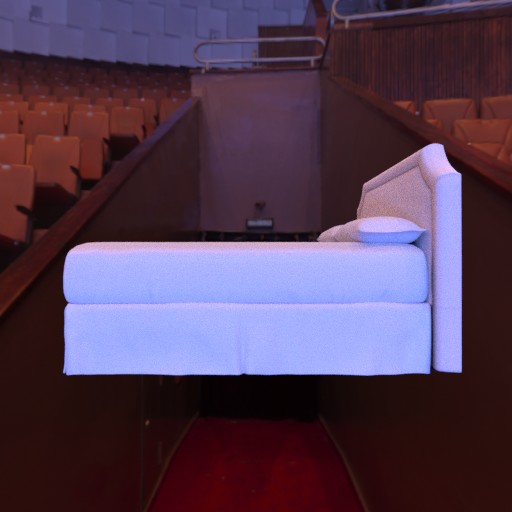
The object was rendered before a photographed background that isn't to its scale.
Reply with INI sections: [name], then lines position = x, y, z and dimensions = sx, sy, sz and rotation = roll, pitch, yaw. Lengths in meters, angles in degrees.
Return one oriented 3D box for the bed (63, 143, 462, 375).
[bed]
position = 0.000, 0.000, 3.209
dimensions = 2.164, 1.297, 1.828
rotation = 0, 0, -1
